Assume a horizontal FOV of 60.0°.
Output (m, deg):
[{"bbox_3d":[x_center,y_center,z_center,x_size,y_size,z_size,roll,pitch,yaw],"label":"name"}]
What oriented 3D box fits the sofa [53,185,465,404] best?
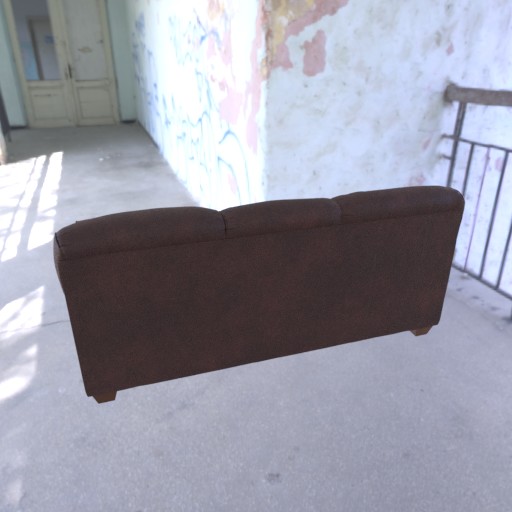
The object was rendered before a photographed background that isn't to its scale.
[{"bbox_3d":[0.000,0.000,2.620,2.039,0.953,1.008,-8,27,-16],"label":"sofa"}]
